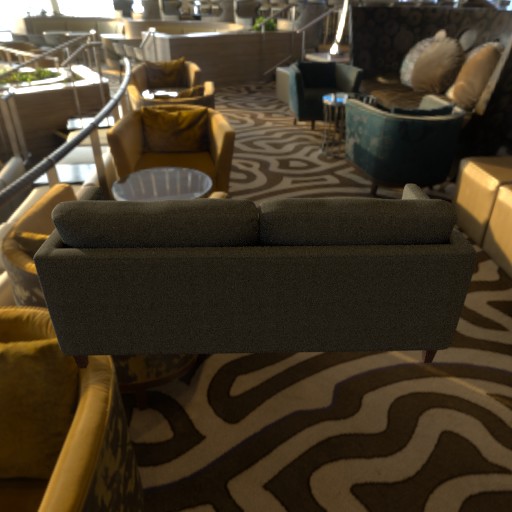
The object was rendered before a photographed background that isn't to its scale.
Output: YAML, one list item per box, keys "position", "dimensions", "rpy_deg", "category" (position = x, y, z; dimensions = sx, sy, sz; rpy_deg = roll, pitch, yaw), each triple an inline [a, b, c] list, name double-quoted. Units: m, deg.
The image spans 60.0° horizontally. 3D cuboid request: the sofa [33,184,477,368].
- position: [0.000, 0.000, 2.690]
  dimensions: [2.208, 0.965, 0.948]
  rpy_deg: [-1, 31, -1]
  category: "sofa"
